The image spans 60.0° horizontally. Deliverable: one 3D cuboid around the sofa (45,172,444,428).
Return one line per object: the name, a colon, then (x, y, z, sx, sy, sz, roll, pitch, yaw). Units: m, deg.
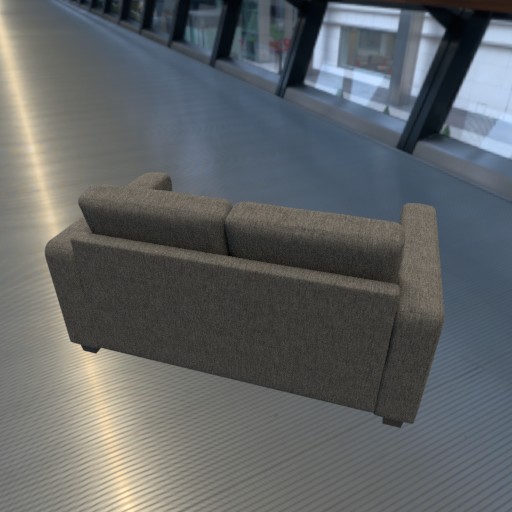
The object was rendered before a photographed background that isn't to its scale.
sofa: (0.000, 0.000, 2.002, 1.520, 0.800, 0.900, 9, 33, 15)
